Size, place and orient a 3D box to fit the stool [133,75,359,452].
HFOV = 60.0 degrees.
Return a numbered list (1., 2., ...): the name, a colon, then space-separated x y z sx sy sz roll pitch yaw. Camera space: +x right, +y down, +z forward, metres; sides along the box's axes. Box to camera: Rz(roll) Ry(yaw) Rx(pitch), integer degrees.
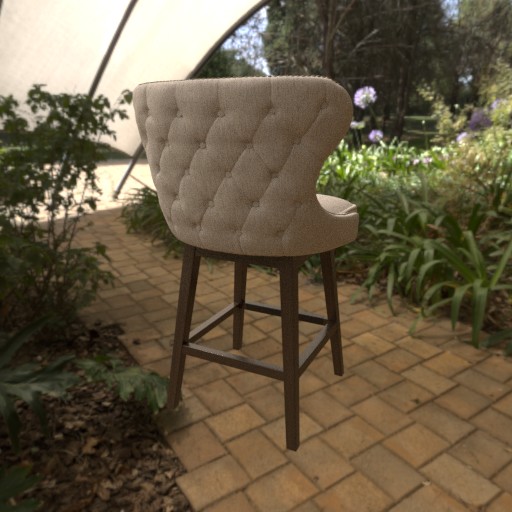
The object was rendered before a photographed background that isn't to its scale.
1. stool: 0.000 0.000 1.355 0.615 0.972 0.597 8 18 26
